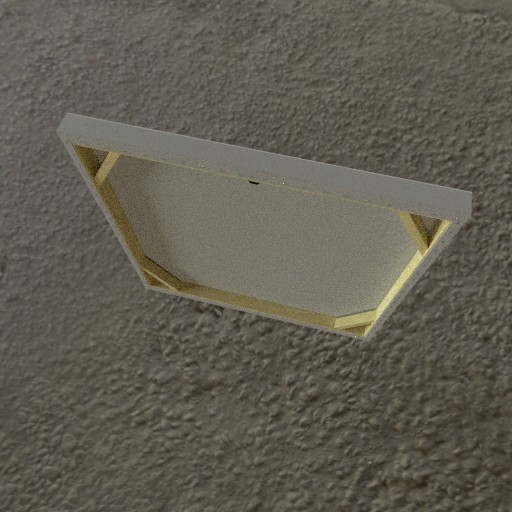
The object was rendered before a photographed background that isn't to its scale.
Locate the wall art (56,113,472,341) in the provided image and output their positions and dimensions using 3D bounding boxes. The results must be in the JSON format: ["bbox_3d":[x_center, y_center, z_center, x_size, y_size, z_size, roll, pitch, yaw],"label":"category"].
[{"bbox_3d":[0.000,0.000,0.912,0.610,0.610,0.038,13,64,6],"label":"wall art"}]
